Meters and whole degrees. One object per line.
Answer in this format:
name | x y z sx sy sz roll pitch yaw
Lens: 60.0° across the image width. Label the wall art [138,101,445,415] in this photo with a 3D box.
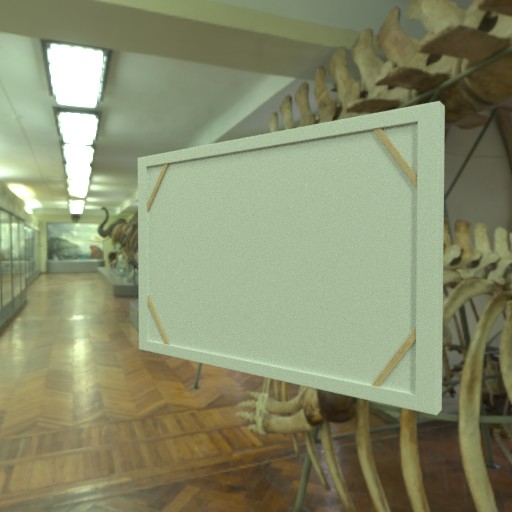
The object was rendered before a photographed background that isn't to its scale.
wall art | 0.000 0.000 1.150 0.914 0.609 0.038 1 2 37
